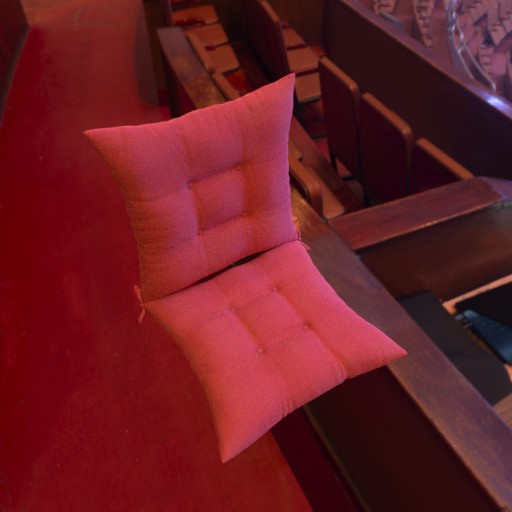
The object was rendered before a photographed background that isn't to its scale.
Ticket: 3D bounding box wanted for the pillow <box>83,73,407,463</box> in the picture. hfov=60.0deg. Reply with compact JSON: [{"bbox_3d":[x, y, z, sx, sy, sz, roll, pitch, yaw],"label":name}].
[{"bbox_3d":[0.000,0.000,0.999,0.541,0.536,0.585,-23,50,-21],"label":"pillow"}]
